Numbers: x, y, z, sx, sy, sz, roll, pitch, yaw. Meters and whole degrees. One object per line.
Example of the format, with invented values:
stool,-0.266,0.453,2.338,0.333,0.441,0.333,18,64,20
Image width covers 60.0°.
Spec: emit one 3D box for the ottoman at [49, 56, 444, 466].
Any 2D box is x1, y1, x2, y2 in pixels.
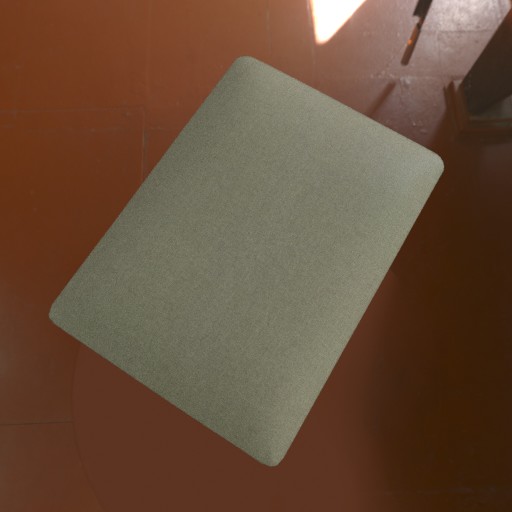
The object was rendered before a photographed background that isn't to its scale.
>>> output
ottoman,0.000,0.000,1.235,0.619,0.504,0.843,31,77,8
